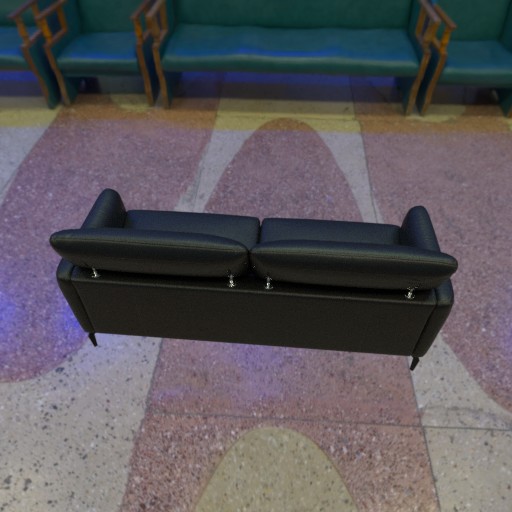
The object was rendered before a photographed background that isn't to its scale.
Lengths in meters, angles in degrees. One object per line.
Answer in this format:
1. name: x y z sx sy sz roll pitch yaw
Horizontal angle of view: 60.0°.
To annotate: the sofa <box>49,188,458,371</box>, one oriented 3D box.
1. sofa: 0.000 0.000 2.577 2.069 0.957 0.856 4 48 3
